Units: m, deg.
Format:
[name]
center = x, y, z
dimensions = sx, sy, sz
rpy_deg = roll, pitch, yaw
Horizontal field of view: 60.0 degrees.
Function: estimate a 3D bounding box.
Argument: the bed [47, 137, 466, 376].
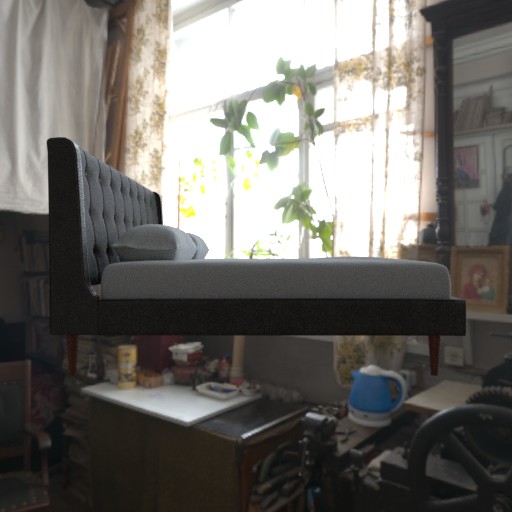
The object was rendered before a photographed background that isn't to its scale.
[bed]
center = 0.000, 0.000, 3.075
dimensions = 2.031, 1.158, 1.903
rpy_deg = 0, 0, 0
